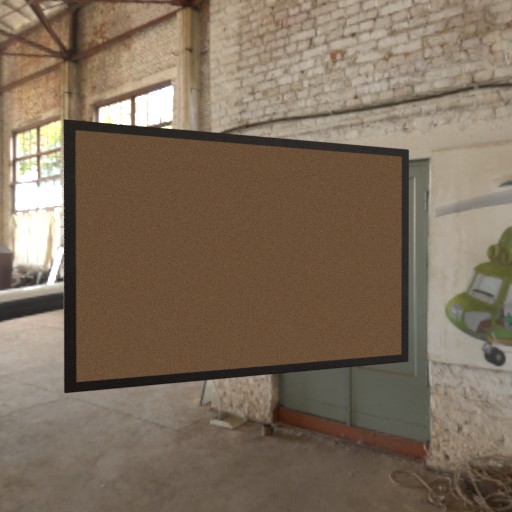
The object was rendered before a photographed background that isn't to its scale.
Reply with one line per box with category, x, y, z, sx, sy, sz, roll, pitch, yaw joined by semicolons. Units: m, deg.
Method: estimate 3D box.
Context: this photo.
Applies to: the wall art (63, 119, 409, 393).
wall art;0.000;0.000;1.145;0.912;0.612;0.038;0;0;-18
